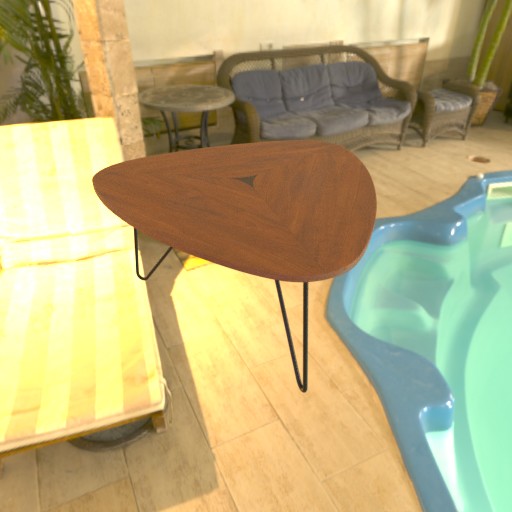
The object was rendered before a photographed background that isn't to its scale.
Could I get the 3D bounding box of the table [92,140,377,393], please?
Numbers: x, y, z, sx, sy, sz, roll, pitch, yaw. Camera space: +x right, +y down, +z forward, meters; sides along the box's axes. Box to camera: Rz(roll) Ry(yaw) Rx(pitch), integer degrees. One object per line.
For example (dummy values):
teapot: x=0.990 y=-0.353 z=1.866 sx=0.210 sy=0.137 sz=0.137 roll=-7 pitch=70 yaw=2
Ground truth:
table: x=0.000 y=0.000 z=1.319 sx=0.833 sy=0.413 sz=0.821 roll=-11 pitch=34 yaw=-17
